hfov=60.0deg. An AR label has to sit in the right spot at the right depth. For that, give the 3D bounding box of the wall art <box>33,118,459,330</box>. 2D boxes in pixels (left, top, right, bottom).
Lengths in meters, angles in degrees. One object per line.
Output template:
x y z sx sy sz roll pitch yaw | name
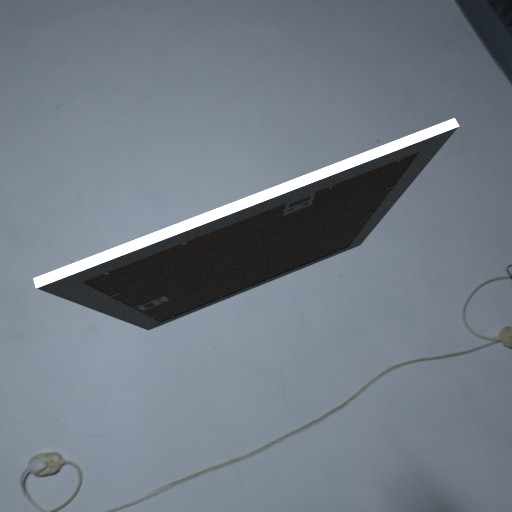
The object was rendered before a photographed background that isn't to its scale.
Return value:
0.000 0.000 0.854 0.584 0.584 0.013 -22 77 -5 | wall art
